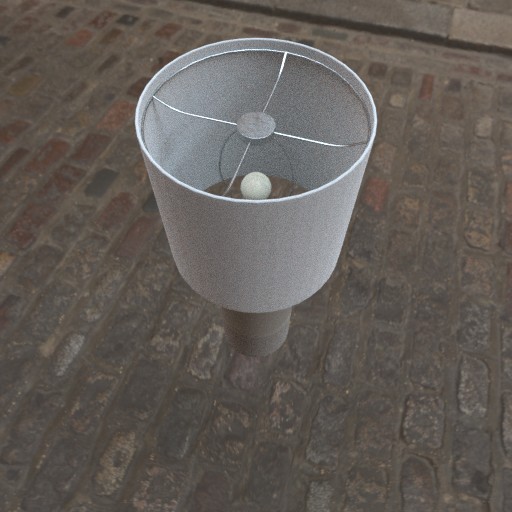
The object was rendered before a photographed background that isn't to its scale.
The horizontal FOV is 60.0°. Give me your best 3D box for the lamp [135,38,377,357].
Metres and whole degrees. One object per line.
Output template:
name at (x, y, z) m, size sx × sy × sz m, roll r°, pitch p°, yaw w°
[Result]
lamp at (0.000, 0.000, 0.600) m, size 0.212 × 0.493 × 0.212 m, roll 15°, pitch 59°, yaw 9°
